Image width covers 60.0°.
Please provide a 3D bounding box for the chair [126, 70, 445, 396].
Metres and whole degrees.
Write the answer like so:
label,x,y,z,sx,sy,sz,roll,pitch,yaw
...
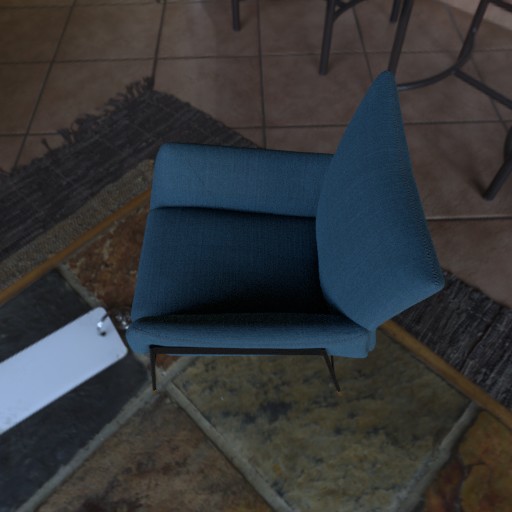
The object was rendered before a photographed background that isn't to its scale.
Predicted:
label,x,y,z,sx,sy,sz,roll,pitch,yaw
chair,0.000,0.000,1.388,0.769,0.859,0.678,0,58,0
